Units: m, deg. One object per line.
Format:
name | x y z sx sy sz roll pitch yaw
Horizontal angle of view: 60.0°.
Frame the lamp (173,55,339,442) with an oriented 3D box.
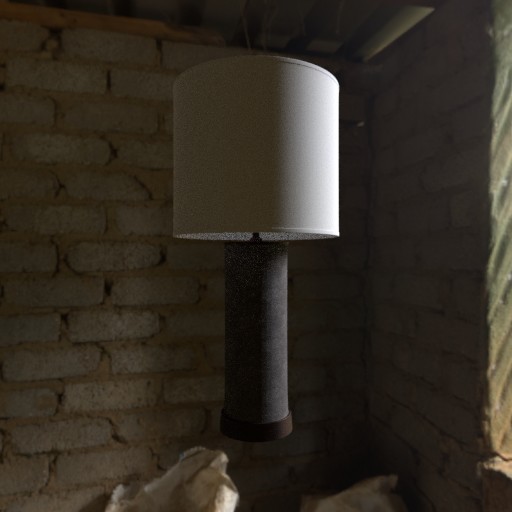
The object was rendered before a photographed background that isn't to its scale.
lamp | 0.000 0.000 0.816 0.301 0.630 0.301 0 0 35
